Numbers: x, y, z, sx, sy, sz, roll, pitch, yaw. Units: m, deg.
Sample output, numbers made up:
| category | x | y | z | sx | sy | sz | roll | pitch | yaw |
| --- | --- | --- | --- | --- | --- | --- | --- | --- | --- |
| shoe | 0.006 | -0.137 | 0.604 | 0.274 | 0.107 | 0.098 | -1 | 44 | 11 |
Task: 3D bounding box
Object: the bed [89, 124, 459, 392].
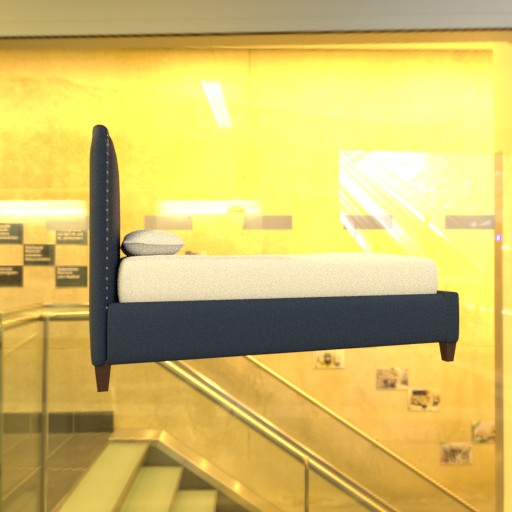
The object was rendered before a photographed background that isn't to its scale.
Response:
| category | x | y | z | sx | sy | sz | roll | pitch | yaw |
| --- | --- | --- | --- | --- | --- | --- | --- | --- | --- |
| bed | 0.000 | 0.000 | 3.442 | 2.372 | 1.443 | 1.712 | 0 | 0 | -18 |
